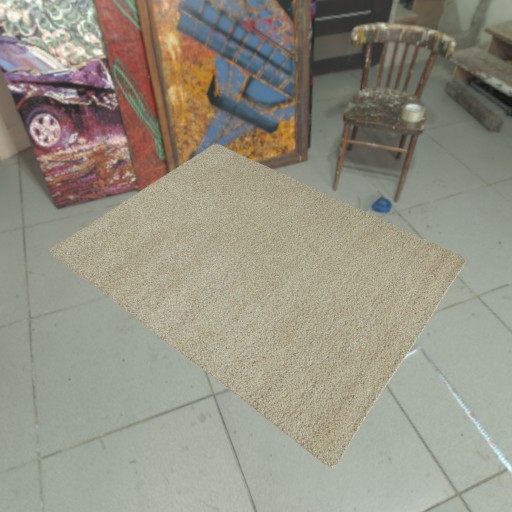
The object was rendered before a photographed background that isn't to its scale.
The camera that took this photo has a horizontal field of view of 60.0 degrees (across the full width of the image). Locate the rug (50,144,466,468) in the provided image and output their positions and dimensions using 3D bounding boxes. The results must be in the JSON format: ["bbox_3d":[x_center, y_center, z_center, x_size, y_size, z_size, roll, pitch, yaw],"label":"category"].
[{"bbox_3d":[0.000,0.000,2.114,1.600,0.025,1.199,30,53,25],"label":"rug"}]
